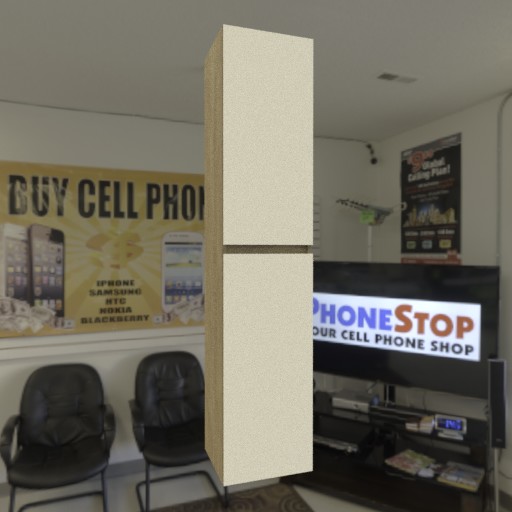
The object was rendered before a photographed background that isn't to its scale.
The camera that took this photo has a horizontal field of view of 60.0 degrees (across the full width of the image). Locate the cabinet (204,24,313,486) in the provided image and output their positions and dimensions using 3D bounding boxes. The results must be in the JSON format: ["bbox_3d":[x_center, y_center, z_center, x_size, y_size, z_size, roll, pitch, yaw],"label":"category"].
[{"bbox_3d":[0.000,0.000,1.518,0.300,1.400,0.270,0,1,-18],"label":"cabinet"}]
